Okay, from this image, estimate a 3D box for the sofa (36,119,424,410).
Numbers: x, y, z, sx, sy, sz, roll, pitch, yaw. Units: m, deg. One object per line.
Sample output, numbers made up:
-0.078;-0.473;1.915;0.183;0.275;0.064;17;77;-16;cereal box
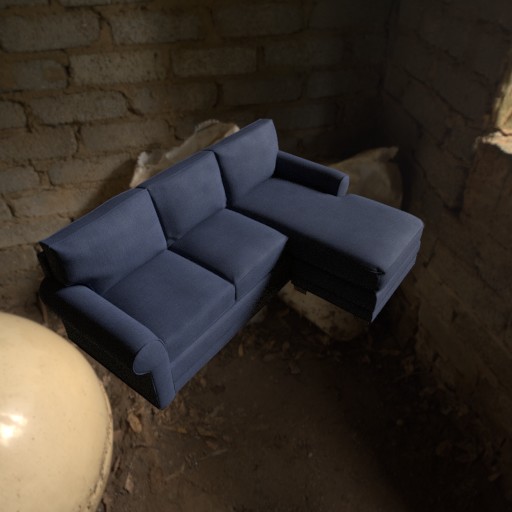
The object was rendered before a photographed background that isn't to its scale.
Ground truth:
0.000;0.000;3.350;1.780;1.063;2.567;26;46;27;sofa
